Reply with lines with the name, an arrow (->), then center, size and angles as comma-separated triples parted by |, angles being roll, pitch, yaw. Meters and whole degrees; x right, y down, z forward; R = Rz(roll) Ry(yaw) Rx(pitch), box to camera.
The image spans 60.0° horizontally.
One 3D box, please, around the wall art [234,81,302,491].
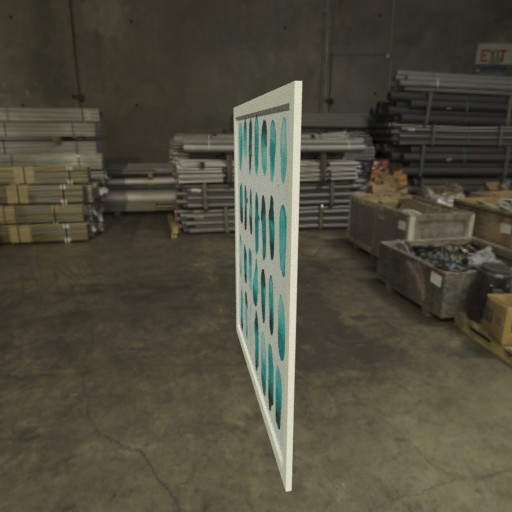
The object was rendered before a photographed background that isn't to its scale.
wall art -> 0.000, 0.000, 1.216 | 0.013, 0.813, 0.812 | -3, 16, -9
